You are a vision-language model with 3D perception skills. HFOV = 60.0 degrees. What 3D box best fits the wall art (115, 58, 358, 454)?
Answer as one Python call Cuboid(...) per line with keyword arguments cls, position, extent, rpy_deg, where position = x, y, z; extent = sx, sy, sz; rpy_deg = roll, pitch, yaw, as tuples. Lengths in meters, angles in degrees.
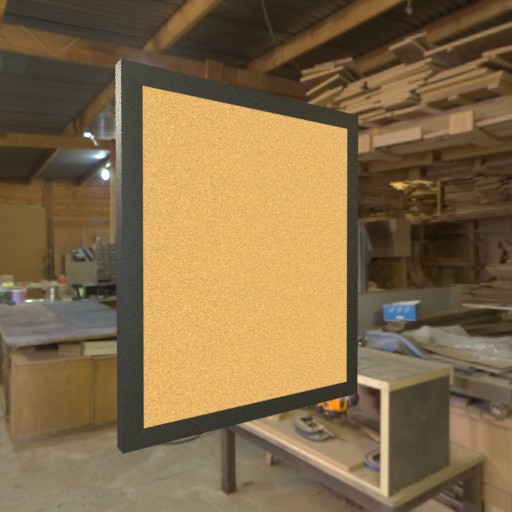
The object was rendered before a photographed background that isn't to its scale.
Cuboid(cls="wall art", position=(0.000, 0.000, 0.701), extent=(0.432, 0.508, 0.025), rpy_deg=(-1, 1, -34))
